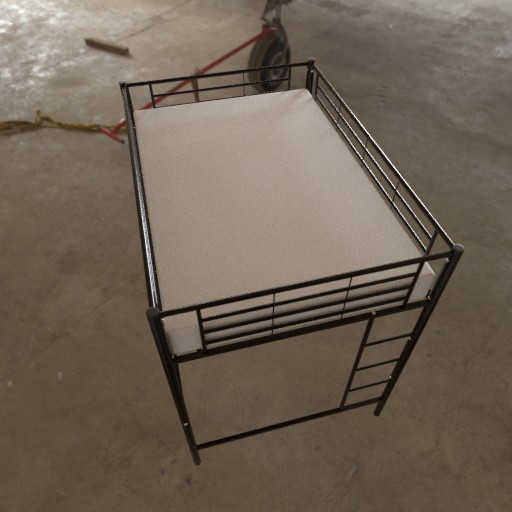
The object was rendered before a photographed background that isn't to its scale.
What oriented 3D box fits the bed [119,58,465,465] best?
[{"bbox_3d":[0.000,0.000,3.140,1.397,1.803,1.994,-11,49,-10],"label":"bed"}]
